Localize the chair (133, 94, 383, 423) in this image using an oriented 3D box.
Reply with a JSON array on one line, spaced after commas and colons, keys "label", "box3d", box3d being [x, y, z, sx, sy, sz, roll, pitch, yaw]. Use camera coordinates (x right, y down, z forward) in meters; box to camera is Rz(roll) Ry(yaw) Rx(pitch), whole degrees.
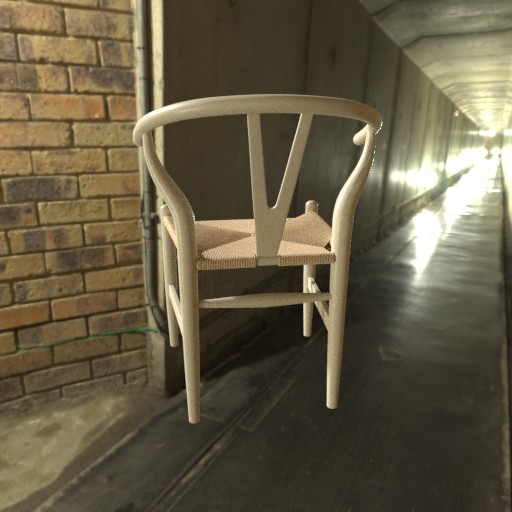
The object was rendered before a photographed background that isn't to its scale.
[{"label": "chair", "box3d": [0.000, 0.000, 1.123, 0.569, 0.730, 0.579, -3, 16, -9]}]
